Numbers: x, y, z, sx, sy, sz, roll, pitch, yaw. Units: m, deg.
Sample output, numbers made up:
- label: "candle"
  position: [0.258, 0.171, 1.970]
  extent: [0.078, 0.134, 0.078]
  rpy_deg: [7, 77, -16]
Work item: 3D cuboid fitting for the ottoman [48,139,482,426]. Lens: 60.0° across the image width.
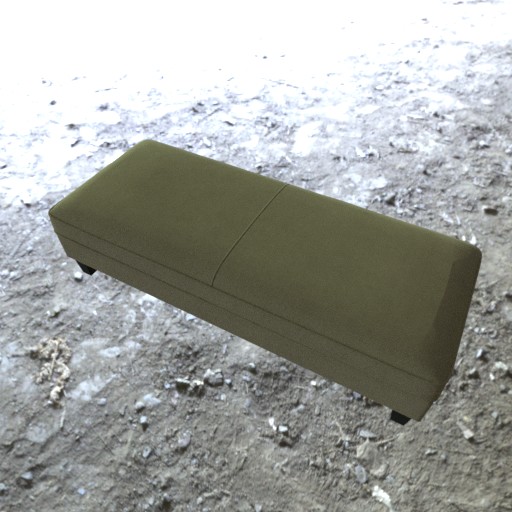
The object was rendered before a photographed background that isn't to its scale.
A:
- label: "ottoman"
  position: [0.000, 0.000, 1.966]
  extent: [1.726, 0.460, 0.735]
  rpy_deg: [22, 50, 19]
